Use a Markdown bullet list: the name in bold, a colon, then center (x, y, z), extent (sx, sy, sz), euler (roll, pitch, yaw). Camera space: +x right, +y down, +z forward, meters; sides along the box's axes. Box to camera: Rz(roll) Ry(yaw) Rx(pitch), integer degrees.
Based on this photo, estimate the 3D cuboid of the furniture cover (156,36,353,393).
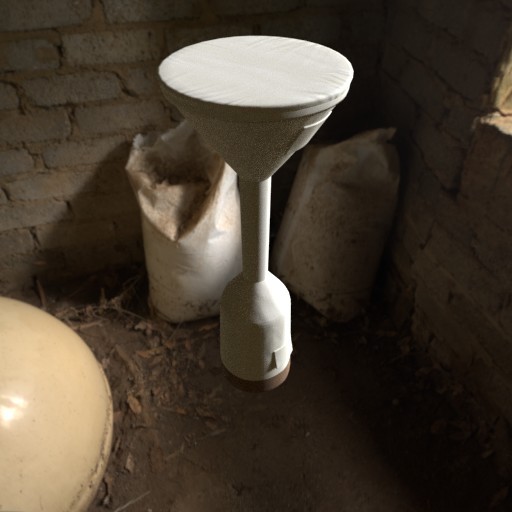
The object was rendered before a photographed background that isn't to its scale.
- **furniture cover**: center (0.000, 0.000, 2.881), extent (0.914, 2.413, 0.914), euler (26, 49, 26)
